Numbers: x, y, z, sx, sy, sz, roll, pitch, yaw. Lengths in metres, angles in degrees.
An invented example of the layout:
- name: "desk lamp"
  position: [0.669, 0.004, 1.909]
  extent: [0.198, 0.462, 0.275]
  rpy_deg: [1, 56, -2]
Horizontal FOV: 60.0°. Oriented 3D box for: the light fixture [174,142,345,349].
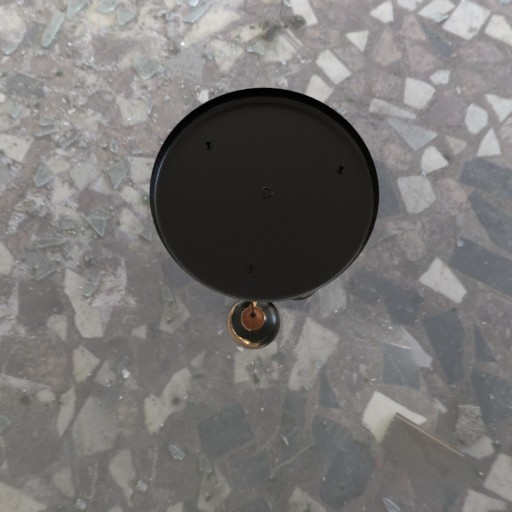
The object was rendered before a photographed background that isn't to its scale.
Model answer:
- name: "light fixture"
  position: [0.000, 0.000, 1.760]
  extent: [0.605, 1.410, 0.608]
  rpy_deg: [36, 78, 9]
